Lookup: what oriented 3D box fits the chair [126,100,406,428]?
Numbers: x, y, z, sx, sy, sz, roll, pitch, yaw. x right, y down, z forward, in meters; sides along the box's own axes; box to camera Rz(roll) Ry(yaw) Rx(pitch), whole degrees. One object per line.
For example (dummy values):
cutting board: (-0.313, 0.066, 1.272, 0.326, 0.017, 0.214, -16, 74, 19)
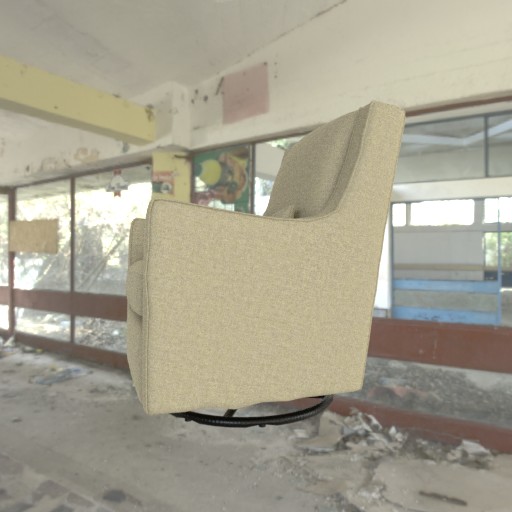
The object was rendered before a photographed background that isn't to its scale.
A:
chair: (0.000, 0.000, 1.587, 0.879, 0.993, 0.732, 0, 0, -20)
